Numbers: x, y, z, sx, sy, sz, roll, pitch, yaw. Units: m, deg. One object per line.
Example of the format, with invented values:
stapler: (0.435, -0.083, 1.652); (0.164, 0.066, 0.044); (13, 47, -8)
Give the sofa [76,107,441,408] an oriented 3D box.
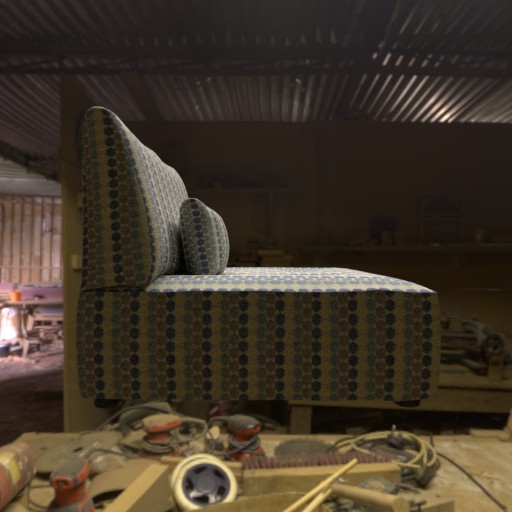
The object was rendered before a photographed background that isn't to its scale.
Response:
sofa: (0.000, 0.000, 1.648); (1.000, 0.830, 0.930); (0, 1, 1)
